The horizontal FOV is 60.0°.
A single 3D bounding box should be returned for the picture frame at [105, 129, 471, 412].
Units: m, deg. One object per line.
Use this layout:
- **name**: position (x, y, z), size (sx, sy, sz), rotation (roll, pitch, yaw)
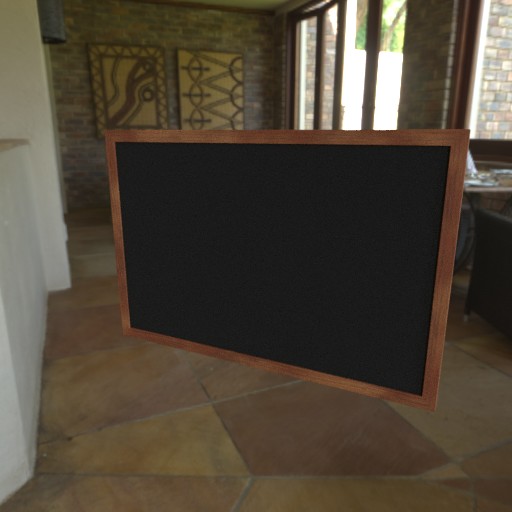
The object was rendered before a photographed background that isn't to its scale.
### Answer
- **picture frame**: position (0.000, 0.000, 1.169), size (0.950, 0.640, 0.029), rotation (7, 17, 25)
